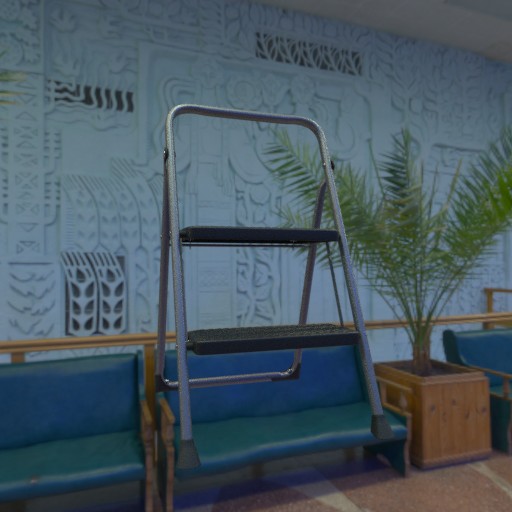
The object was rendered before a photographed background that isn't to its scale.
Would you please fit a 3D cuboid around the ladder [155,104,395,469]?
[{"bbox_3d":[0.000,0.000,1.031,0.430,0.720,0.472,0,0,-19],"label":"ladder"}]
